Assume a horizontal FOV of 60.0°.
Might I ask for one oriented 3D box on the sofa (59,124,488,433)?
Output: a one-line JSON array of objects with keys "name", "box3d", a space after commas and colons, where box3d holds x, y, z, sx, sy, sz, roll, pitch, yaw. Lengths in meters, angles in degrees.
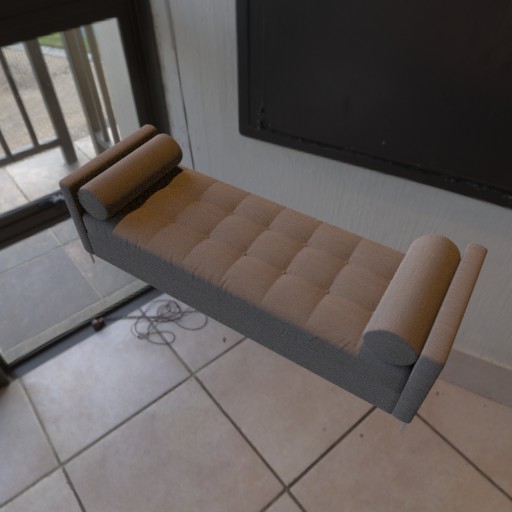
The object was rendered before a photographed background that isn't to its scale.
[{"name": "sofa", "box3d": [0.000, 0.000, 2.316, 1.981, 0.635, 0.686, 24, 51, 22]}]
